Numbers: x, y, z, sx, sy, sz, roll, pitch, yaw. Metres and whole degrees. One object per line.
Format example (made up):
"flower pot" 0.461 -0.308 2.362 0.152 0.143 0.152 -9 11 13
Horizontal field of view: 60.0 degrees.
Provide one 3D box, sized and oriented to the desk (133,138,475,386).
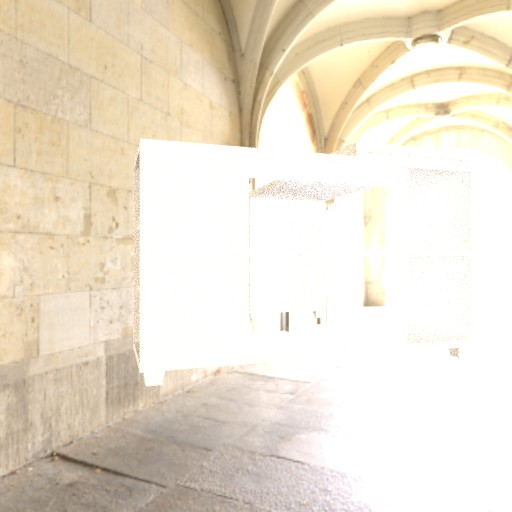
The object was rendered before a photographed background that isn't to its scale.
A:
"desk" 0.000 0.000 2.172 1.199 0.759 1.524 0 0 -18
